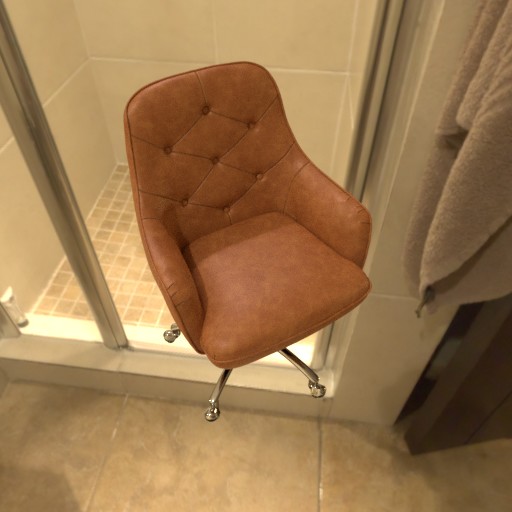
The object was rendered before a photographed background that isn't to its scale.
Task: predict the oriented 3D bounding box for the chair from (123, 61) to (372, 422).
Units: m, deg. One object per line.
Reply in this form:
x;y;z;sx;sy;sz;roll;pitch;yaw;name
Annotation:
0.000;0.000;1.317;0.628;0.909;0.615;-22;50;-20;chair
